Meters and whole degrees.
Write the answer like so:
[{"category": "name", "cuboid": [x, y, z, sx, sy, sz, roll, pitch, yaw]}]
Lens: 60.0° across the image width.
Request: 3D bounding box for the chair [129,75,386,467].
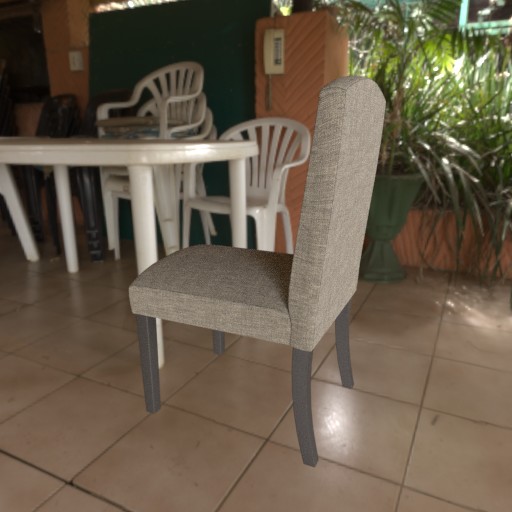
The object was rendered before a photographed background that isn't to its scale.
[{"category": "chair", "cuboid": [0.000, 0.000, 1.248, 0.580, 0.917, 0.451, 7, 18, 24]}]
